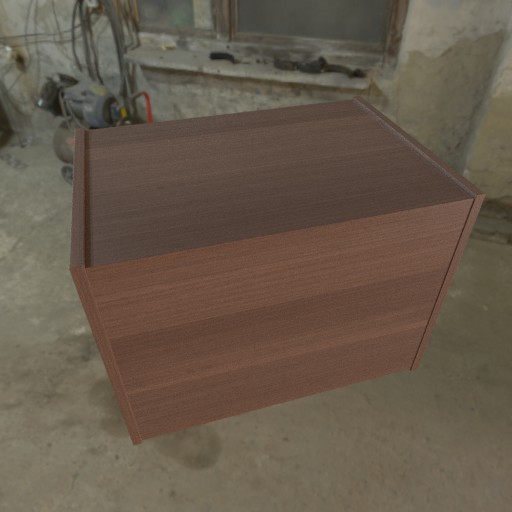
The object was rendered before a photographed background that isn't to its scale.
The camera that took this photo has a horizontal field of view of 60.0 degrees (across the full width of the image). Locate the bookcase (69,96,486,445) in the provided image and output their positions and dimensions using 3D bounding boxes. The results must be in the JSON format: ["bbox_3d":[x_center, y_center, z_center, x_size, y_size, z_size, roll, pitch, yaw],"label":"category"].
[{"bbox_3d":[0.000,0.000,0.623,0.415,0.305,0.290,-11,41,-12],"label":"bookcase"}]
